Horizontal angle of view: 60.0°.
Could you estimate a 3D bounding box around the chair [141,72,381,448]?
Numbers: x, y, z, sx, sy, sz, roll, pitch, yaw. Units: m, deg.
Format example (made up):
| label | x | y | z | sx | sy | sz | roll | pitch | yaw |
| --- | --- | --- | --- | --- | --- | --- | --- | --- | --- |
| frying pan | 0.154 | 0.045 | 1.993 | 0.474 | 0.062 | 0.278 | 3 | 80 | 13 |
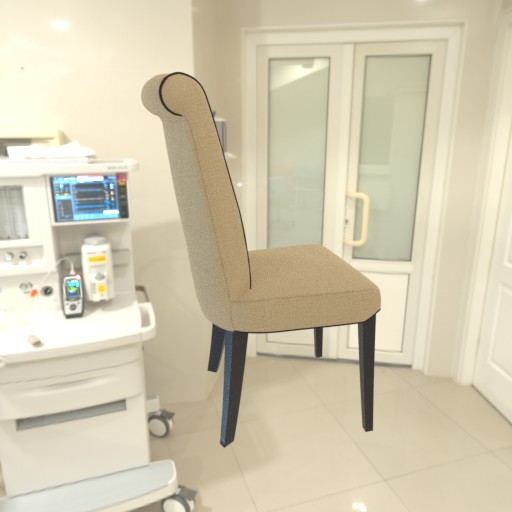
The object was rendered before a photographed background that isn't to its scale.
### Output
| label | x | y | z | sx | sy | sz | roll | pitch | yaw |
| --- | --- | --- | --- | --- | --- | --- | --- | --- | --- |
| chair | 0.000 | 0.000 | 1.367 | 0.623 | 0.997 | 0.522 | -3 | 16 | -11 |
